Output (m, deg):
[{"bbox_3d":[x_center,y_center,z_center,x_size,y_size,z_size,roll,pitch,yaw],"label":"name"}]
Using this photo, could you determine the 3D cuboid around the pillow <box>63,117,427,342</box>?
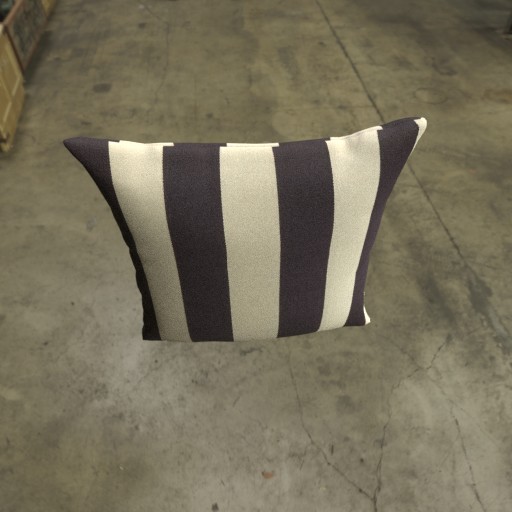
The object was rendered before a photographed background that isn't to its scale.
[{"bbox_3d":[0.000,0.000,0.819,0.536,0.526,0.189,-5,48,-4],"label":"pillow"}]
